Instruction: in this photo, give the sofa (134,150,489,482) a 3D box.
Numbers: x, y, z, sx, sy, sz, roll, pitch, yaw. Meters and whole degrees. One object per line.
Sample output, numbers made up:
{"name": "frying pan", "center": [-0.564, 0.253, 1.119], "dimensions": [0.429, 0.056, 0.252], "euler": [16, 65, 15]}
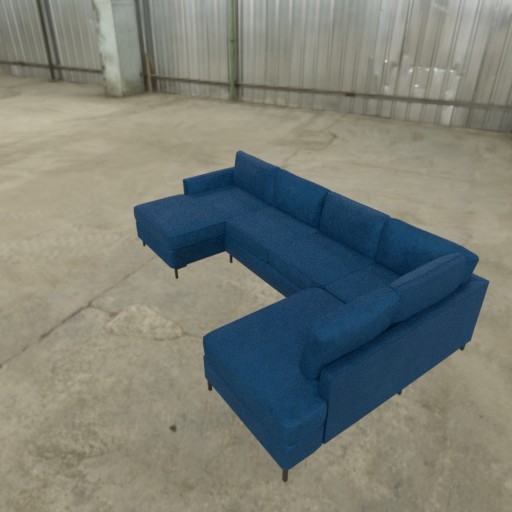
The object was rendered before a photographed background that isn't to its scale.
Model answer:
{"name": "sofa", "center": [0.000, 0.000, 4.215], "dimensions": [2.055, 0.992, 3.434], "euler": [-20, 36, -30]}
